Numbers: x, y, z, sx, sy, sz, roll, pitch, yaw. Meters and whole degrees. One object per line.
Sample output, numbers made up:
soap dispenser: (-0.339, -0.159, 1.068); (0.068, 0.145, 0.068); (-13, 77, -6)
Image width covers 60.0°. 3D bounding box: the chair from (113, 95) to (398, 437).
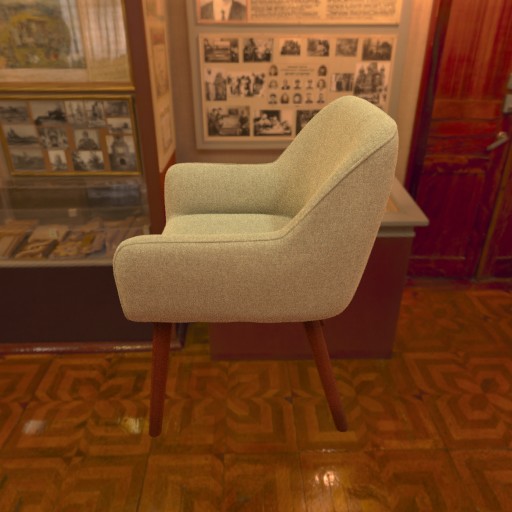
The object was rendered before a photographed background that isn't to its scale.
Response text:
chair: (0.000, 0.000, 1.251); (0.610, 0.813, 0.610); (0, 27, 1)
